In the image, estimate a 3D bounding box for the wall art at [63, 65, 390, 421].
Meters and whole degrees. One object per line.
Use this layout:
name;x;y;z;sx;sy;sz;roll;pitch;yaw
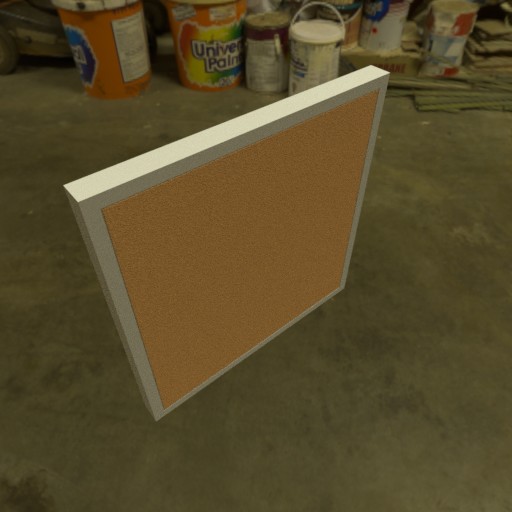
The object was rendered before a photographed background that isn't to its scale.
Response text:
wall art;0.000;0.000;0.758;0.506;0.506;0.038;-30;52;-27
